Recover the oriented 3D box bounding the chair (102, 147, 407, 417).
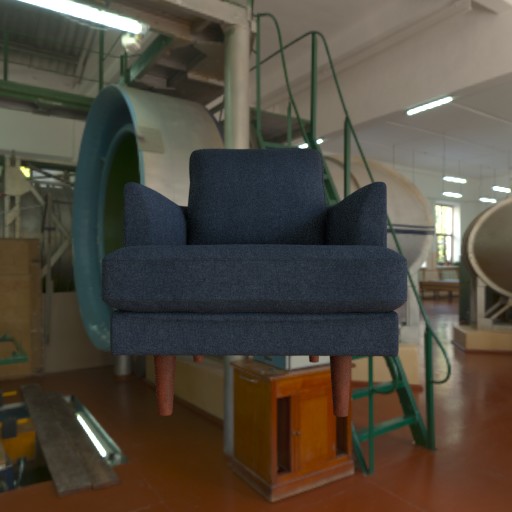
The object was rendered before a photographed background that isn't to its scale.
[{"bbox_3d":[0.000,0.000,1.650,0.858,0.957,0.899,0,0,1],"label":"chair"}]
